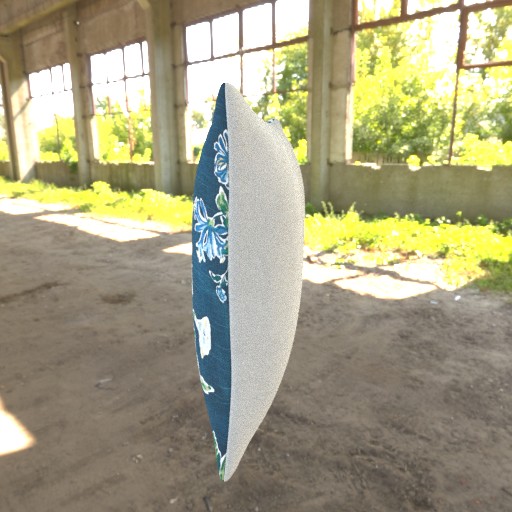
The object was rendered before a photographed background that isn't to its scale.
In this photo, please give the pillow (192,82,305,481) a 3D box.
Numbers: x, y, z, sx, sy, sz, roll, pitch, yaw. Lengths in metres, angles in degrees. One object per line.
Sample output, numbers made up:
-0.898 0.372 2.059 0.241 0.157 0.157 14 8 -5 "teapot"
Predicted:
0.000 0.000 0.789 0.166 0.508 0.525 2 13 8 "pillow"
